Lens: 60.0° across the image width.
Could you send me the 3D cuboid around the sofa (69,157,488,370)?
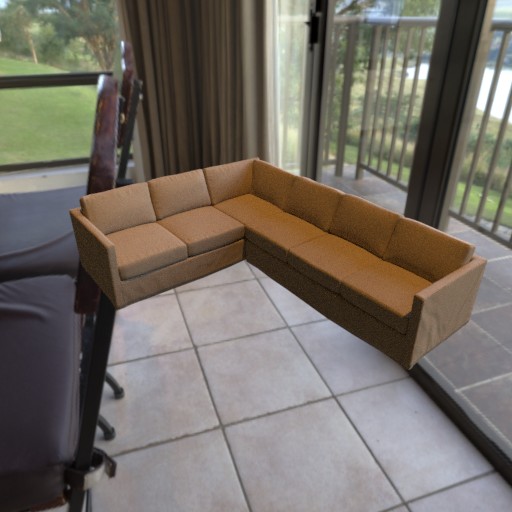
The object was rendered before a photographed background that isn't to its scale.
[{"bbox_3d":[0.000,0.000,4.230,2.432,0.871,3.182,-21,36,-32],"label":"sofa"}]
